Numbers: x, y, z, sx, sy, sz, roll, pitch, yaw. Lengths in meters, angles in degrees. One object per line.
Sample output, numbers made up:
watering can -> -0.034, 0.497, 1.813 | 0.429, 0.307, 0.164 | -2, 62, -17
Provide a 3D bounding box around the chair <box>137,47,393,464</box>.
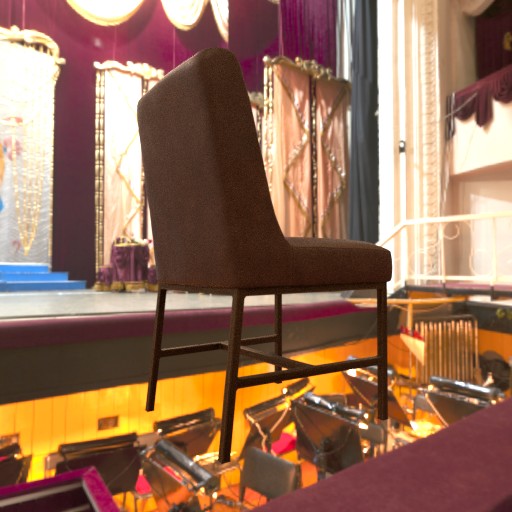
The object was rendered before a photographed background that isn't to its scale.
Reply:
chair -> 0.000, 0.000, 1.254 | 0.587, 0.889, 0.508 | 1, -2, -35
